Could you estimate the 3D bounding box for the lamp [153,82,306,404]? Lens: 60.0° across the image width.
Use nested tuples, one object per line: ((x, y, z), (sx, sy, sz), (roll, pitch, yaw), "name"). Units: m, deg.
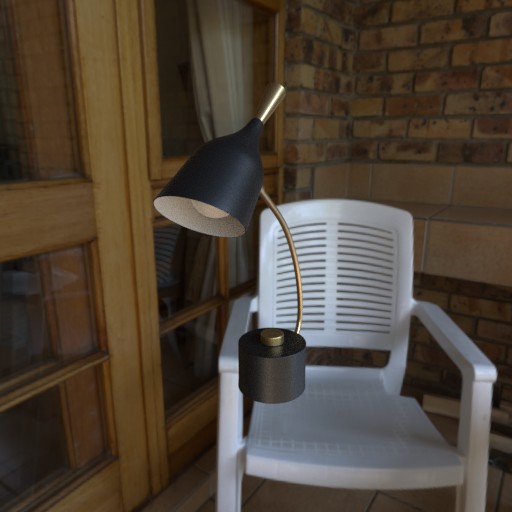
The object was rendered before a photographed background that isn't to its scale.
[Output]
((0.000, 0.000, 0.619), (0.110, 0.464, 0.352), (8, 17, 27), "lamp")
